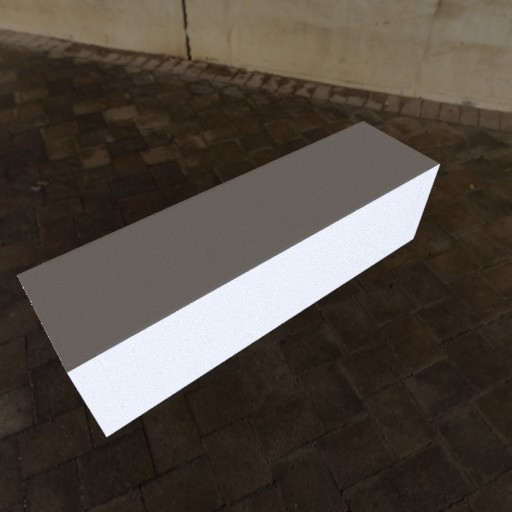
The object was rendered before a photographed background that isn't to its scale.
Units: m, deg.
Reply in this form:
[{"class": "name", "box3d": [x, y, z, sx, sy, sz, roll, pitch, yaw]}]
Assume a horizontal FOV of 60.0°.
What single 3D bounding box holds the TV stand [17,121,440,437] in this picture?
[{"class": "TV stand", "box3d": [0.000, 0.000, 1.698, 1.500, 0.440, 0.410, -29, 53, -25]}]
